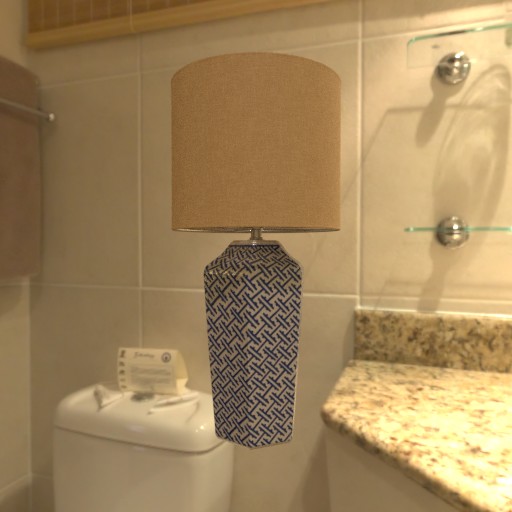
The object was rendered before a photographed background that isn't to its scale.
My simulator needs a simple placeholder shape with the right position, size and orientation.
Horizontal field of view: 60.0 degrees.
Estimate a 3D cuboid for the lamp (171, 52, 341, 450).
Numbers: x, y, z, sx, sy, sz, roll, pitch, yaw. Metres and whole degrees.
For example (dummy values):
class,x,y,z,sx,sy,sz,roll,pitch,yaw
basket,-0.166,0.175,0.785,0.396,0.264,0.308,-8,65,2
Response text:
class,x,y,z,sx,sy,sz,roll,pitch,yaw
lamp,0.000,0.000,0.854,0.320,0.682,0.320,0,1,-18
